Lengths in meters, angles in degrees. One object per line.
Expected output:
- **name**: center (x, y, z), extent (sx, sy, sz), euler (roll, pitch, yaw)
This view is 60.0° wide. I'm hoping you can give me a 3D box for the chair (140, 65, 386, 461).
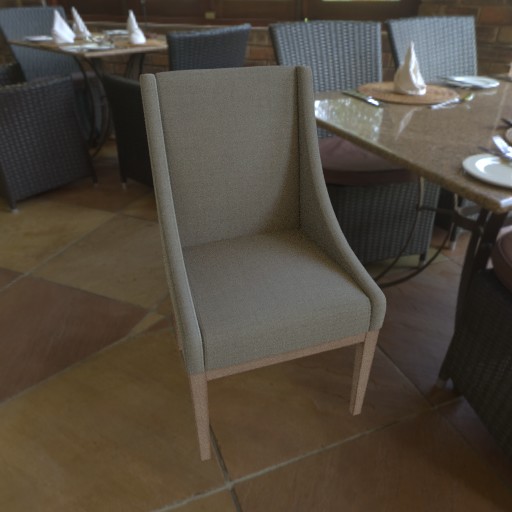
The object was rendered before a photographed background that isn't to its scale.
- **chair**: center (0.000, 0.000, 1.389), extent (0.575, 1.021, 0.611), euler (-10, 33, -16)
